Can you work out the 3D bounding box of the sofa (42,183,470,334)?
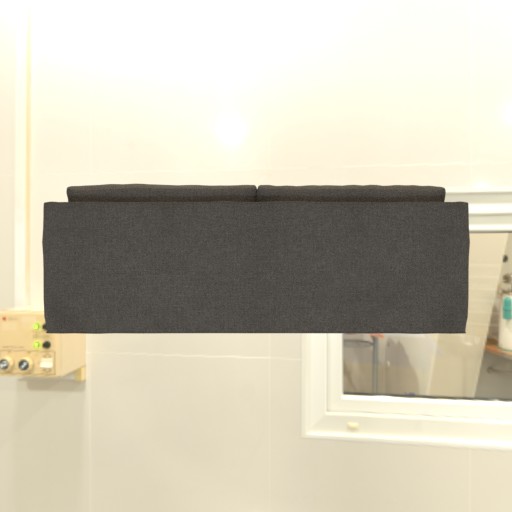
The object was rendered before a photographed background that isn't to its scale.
[{"bbox_3d":[0.000,0.000,3.345,2.779,0.998,1.036,0,0,0],"label":"sofa"}]
